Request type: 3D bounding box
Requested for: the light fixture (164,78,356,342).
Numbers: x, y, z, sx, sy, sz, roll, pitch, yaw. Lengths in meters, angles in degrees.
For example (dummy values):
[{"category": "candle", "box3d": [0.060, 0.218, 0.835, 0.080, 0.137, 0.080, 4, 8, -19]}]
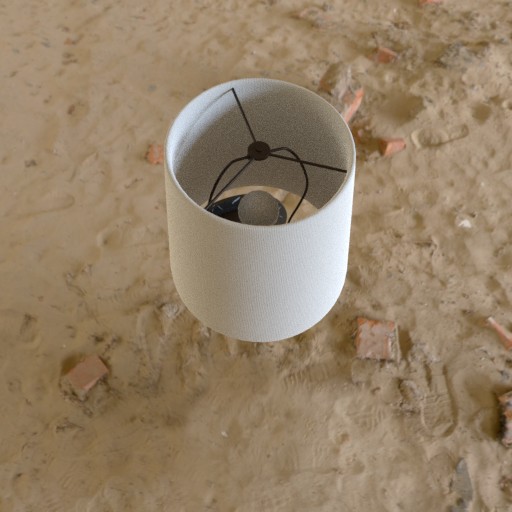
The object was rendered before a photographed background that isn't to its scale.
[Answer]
[{"category": "light fixture", "box3d": [0.000, 0.000, 0.443, 0.168, 0.337, 0.188, -16, 63, -9]}]
